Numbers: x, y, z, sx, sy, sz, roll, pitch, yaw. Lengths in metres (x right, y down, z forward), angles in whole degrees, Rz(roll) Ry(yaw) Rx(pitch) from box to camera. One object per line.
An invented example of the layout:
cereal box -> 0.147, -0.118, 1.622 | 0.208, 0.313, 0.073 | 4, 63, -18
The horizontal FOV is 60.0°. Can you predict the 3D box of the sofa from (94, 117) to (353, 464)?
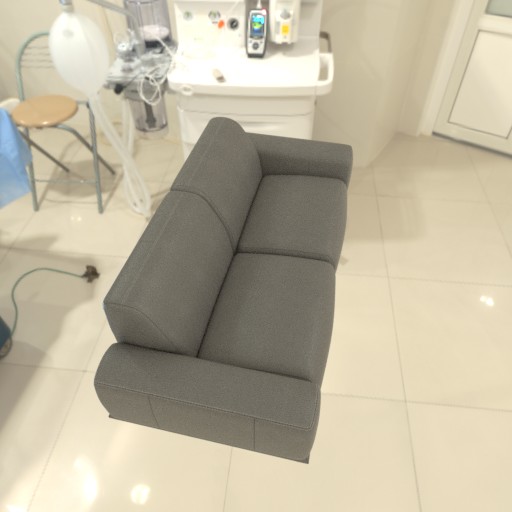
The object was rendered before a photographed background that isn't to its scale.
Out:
sofa -> 0.000, 0.000, 2.365 | 0.900, 0.772, 1.901 | 9, 47, 9
